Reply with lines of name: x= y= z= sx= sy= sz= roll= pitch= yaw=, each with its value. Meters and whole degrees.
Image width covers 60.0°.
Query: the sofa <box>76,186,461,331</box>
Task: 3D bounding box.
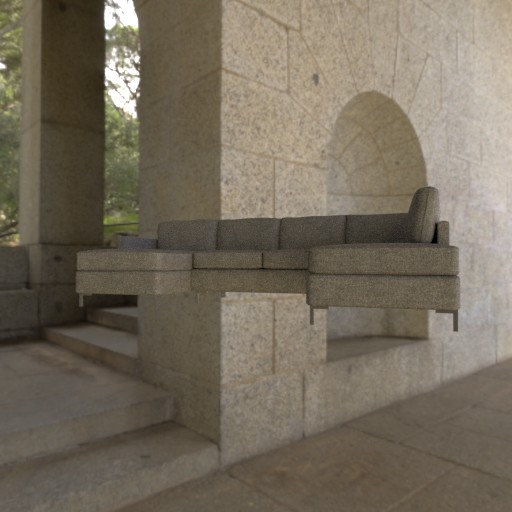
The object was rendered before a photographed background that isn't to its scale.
sofa: x=0.000 y=0.000 z=4.305 sx=3.423 sy=0.999 sz=2.048 roll=0 pitch=-1 yaw=19
